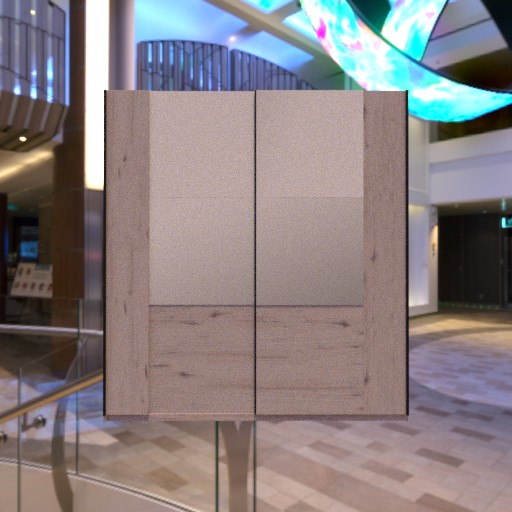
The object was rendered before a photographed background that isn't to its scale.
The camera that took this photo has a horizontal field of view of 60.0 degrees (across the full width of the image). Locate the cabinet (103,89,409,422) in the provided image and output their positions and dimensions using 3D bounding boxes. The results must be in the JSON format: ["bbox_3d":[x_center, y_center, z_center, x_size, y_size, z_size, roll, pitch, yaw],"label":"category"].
[{"bbox_3d":[0.000,0.000,3.230,2.000,2.180,0.660,0,0,0],"label":"cabinet"}]
